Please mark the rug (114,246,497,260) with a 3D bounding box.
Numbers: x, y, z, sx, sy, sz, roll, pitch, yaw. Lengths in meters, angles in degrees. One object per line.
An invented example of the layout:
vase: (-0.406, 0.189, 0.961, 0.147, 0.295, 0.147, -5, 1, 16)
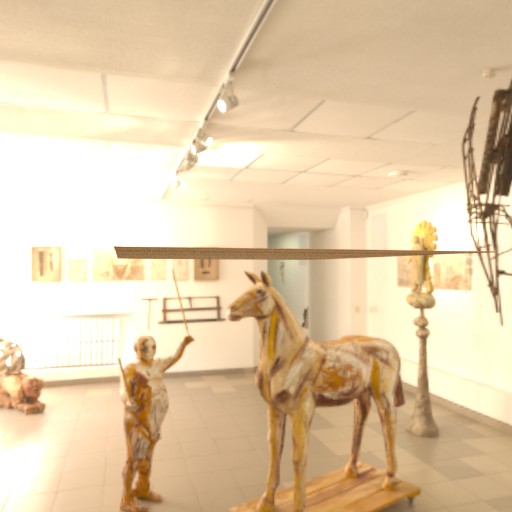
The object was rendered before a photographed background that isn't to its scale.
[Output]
rug: (0.000, 0.000, 4.049, 2.436, 0.011, 3.045, 0, -2, -17)
